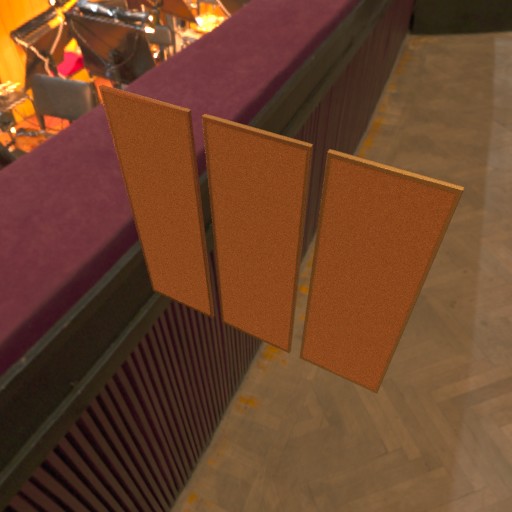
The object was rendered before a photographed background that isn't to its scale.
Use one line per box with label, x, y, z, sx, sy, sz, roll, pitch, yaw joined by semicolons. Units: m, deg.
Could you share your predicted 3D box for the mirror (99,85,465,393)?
mirror;0.000;0.000;1.447;1.011;0.926;0.023;21;50;19
